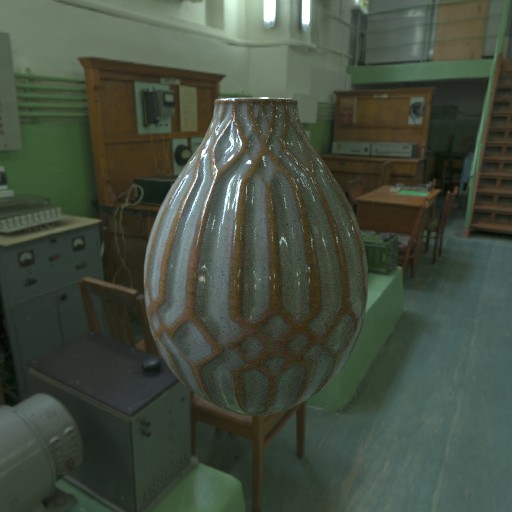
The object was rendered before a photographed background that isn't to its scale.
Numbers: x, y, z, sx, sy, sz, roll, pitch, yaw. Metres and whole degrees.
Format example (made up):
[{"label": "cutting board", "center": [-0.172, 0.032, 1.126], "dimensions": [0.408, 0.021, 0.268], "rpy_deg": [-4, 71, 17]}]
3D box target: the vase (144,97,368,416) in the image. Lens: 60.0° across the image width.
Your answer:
[{"label": "vase", "center": [0.000, 0.000, 0.262], "dimensions": [0.131, 0.175, 0.131], "rpy_deg": [0, 17, 0]}]
